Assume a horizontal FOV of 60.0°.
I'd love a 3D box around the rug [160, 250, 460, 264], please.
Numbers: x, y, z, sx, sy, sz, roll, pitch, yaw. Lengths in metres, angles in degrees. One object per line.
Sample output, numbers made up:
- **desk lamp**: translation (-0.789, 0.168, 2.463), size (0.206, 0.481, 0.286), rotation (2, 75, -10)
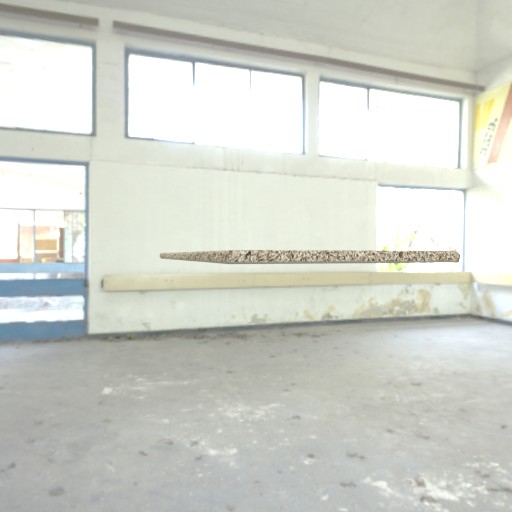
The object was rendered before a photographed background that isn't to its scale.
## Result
- **rug**: translation (0.000, 0.000, 1.746), size (0.609, 0.030, 1.524), rotation (0, 0, -17)
